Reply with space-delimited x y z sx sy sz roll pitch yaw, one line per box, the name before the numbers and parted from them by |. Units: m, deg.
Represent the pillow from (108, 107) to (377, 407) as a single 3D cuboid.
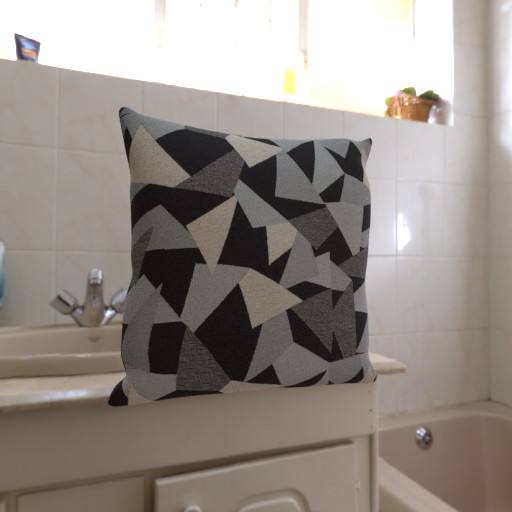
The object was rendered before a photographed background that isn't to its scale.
pillow | 0.000 0.000 0.802 0.503 0.496 0.208 1 -2 -18
